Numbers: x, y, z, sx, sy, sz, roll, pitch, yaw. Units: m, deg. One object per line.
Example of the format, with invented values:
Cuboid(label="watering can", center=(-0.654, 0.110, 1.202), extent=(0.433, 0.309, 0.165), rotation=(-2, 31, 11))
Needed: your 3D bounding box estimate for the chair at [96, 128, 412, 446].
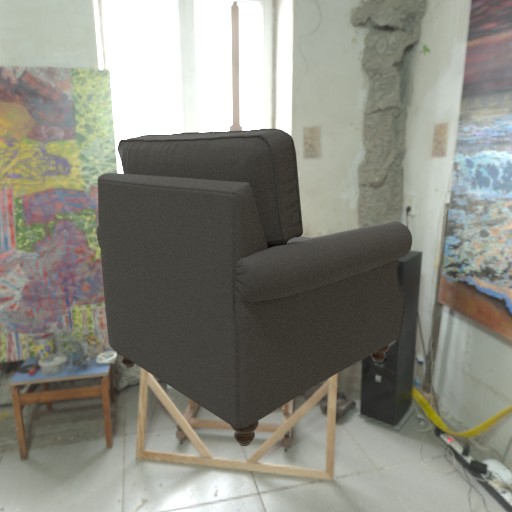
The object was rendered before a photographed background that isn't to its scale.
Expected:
Cuboid(label="chair", center=(0.000, 0.000, 1.819), extent=(0.966, 0.967, 1.029), rotation=(-13, 18, -43))
